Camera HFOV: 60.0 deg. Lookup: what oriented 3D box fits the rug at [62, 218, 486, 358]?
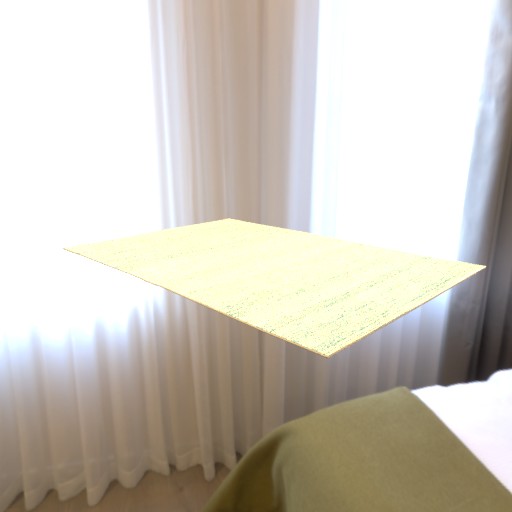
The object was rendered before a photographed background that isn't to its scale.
[{"bbox_3d":[0.000,0.000,2.881,2.305,0.029,1.593,14,21,43],"label":"rug"}]
